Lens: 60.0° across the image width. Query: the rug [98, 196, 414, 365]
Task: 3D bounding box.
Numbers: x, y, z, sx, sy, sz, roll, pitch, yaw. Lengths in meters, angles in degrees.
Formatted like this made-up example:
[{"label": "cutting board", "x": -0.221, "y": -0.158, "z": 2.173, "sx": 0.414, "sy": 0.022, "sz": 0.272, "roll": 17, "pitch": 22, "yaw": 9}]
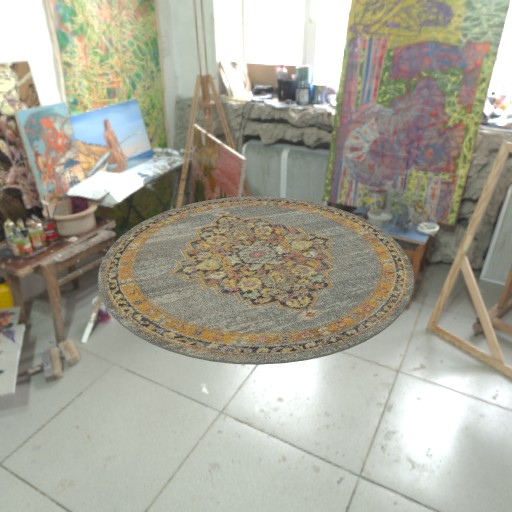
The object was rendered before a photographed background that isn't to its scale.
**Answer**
[{"label": "rug", "x": 0.000, "y": 0.000, "z": 3.492, "sx": 2.382, "sy": 0.014, "sz": 2.382, "roll": 0, "pitch": 30, "yaw": 0}]
